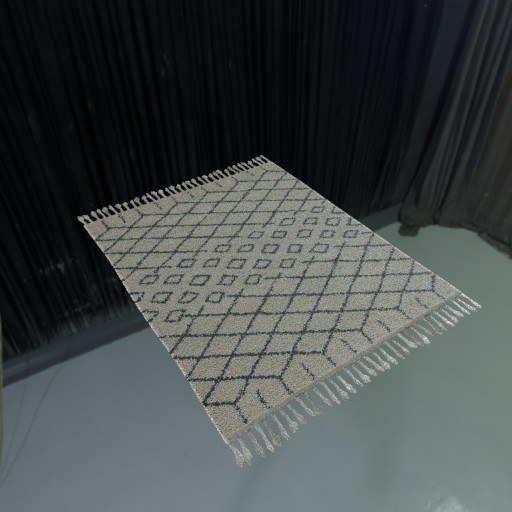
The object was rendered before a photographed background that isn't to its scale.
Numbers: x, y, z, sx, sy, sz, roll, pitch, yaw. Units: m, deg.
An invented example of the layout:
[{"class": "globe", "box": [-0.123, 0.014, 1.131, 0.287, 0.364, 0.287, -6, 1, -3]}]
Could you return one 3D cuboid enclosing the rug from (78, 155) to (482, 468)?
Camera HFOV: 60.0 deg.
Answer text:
[{"class": "rug", "box": [0.000, 0.000, 4.183, 2.388, 0.030, 3.213, -24, 46, -25]}]
